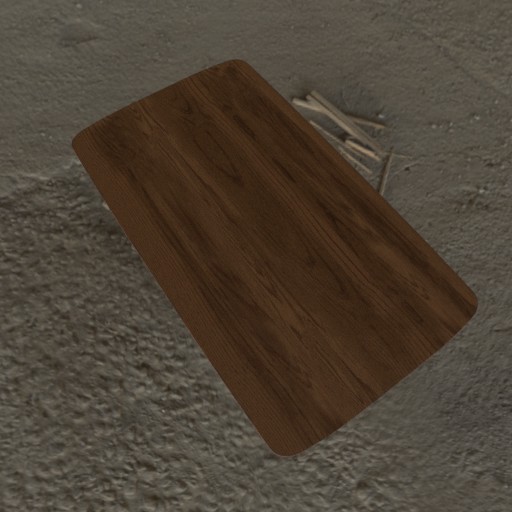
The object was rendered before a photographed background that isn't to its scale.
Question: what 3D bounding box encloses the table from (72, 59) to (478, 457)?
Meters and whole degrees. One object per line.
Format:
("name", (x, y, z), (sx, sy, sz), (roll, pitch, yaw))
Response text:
("table", (0.000, 0.000, 2.130), (0.949, 0.765, 1.643), (-32, 68, -15))
